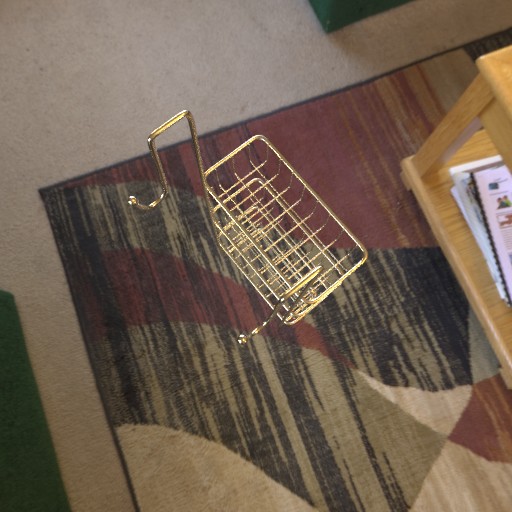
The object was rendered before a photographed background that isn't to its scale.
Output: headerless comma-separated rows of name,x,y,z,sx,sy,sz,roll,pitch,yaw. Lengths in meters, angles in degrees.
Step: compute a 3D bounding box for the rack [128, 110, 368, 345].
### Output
rack,0.000,0.000,0.676,0.202,0.574,0.228,-38,79,-8
